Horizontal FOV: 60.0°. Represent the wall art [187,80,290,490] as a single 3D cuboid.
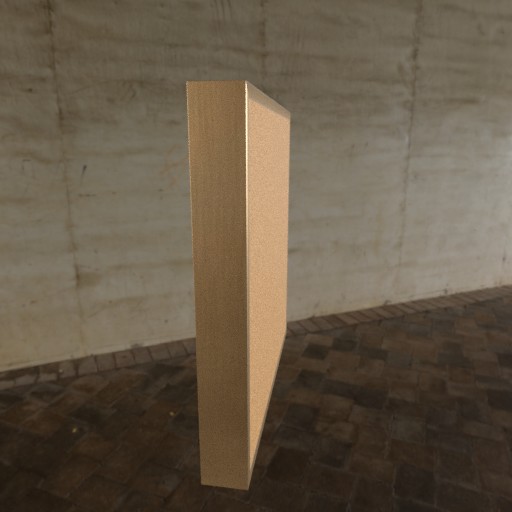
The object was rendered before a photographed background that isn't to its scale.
[{"bbox_3d":[0.000,0.000,0.461,0.038,0.303,0.305,2,14,9],"label":"wall art"}]
